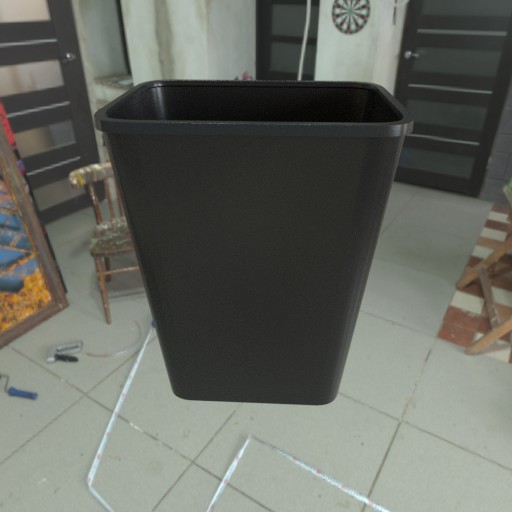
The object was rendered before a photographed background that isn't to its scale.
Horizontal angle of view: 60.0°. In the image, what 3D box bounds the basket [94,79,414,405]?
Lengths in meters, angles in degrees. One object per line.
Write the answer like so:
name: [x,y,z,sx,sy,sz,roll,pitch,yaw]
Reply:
basket: [0.000,0.000,0.758,0.394,0.521,0.287,2,31,3]
